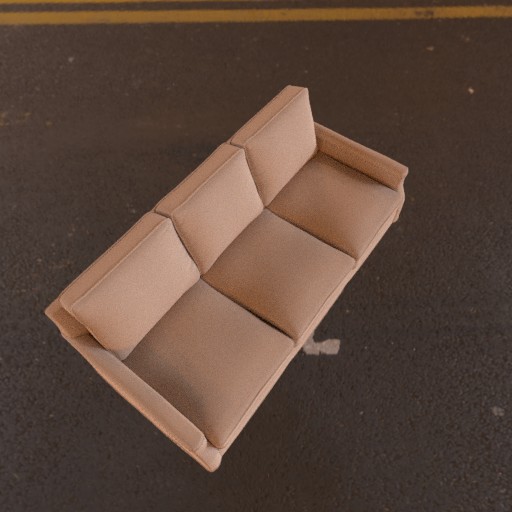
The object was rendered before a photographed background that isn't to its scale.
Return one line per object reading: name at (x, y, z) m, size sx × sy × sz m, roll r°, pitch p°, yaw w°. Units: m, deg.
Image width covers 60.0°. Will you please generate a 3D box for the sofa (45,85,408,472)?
sofa at (0.000, 0.000, 2.810) m, size 1.084 × 1.003 × 2.246 m, roll 33°, pitch 64°, yaw 18°
